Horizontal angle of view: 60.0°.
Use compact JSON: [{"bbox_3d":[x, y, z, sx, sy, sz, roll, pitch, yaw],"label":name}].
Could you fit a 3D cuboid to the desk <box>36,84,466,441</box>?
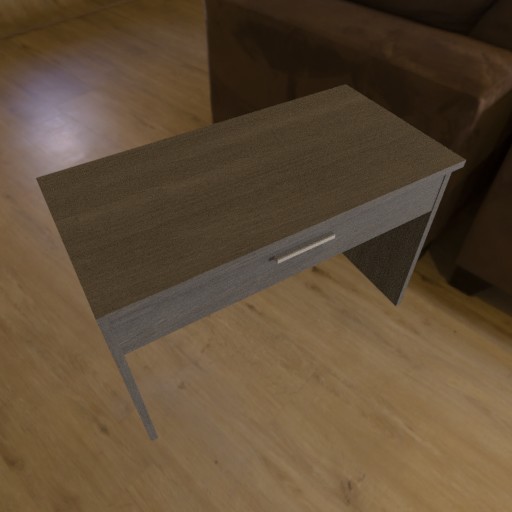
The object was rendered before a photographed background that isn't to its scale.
[{"bbox_3d":[0.000,0.000,1.532,1.099,0.729,0.557,-24,51,-21],"label":"desk"}]
